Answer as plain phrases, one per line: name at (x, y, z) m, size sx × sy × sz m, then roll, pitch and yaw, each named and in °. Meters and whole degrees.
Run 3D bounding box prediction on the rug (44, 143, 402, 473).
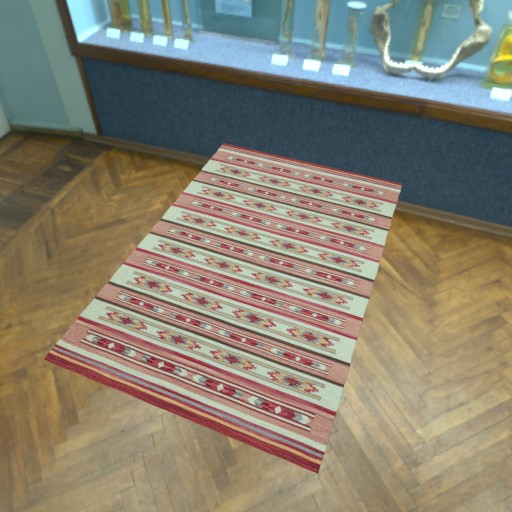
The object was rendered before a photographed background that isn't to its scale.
rug at (0.000, 0.000, 2.315) m, size 1.223 × 0.008 × 1.817 m, roll 16°, pitch 49°, yaw 15°
